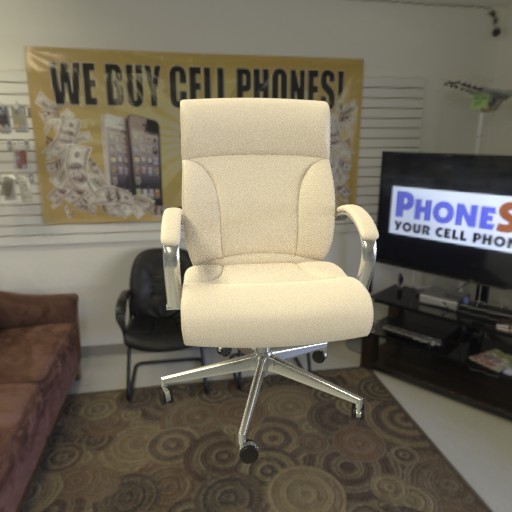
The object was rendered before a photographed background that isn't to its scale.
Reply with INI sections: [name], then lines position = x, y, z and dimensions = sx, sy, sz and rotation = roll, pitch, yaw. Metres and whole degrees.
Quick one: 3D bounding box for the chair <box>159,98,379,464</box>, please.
[chair]
position = 0.000, 0.000, 1.560
dimensions = 0.727, 1.099, 0.745
rotation = -2, 15, -7
